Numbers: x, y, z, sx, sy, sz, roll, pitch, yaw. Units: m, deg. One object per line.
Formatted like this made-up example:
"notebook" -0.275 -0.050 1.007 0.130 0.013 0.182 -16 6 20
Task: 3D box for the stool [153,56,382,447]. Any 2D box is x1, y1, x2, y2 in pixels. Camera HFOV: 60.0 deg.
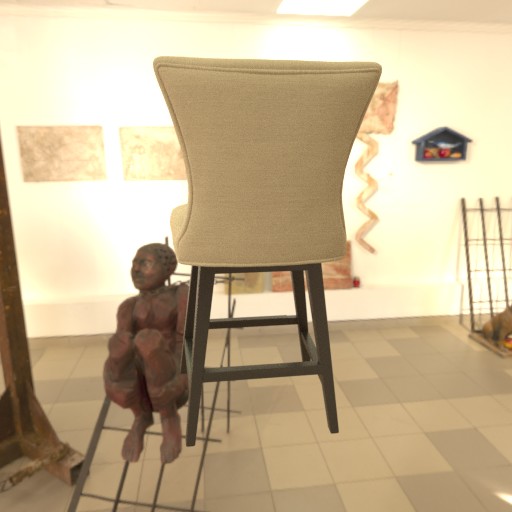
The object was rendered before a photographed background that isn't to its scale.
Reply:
"stool" 0.000 0.000 1.308 0.514 1.000 0.574 -2 14 -8
